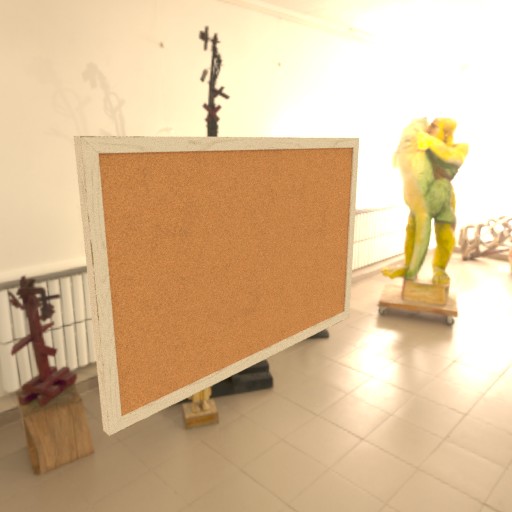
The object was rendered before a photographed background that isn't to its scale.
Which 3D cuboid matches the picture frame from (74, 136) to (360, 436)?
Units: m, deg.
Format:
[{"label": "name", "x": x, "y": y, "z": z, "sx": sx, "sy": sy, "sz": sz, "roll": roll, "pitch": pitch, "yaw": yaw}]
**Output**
[{"label": "picture frame", "x": 0.000, "y": 0.000, "z": 1.235, "sx": 0.029, "sy": 0.640, "sz": 0.950, "roll": 14, "pitch": 20, "yaw": 43}]
